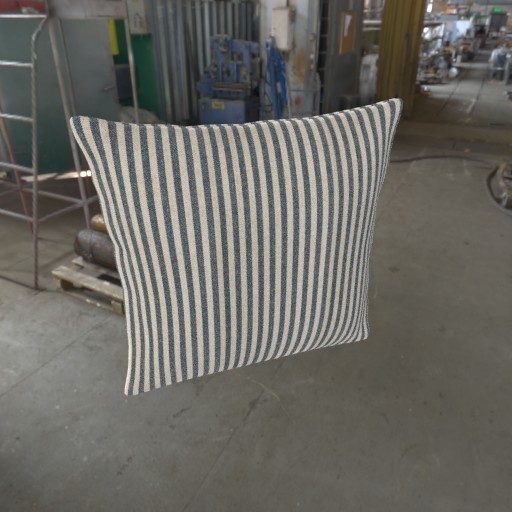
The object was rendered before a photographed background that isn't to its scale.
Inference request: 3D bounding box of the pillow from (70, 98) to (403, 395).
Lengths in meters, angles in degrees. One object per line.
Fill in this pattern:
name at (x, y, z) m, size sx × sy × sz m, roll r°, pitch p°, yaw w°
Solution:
pillow at (0.000, 0.000, 0.783) m, size 0.523 × 0.510 × 0.166 m, roll -9°, pitch 29°, yaw -16°
